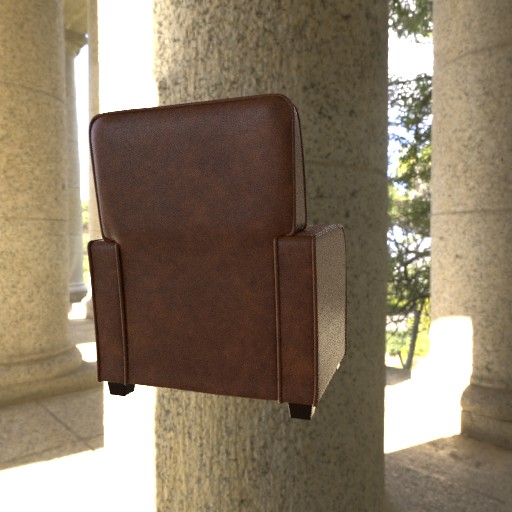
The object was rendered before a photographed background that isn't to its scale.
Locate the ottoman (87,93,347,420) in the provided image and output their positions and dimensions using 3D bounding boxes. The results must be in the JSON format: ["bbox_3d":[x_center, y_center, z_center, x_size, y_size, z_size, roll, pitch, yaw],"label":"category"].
[{"bbox_3d":[0.000,0.000,1.849,0.732,0.904,1.314,0,2,18],"label":"ottoman"}]
